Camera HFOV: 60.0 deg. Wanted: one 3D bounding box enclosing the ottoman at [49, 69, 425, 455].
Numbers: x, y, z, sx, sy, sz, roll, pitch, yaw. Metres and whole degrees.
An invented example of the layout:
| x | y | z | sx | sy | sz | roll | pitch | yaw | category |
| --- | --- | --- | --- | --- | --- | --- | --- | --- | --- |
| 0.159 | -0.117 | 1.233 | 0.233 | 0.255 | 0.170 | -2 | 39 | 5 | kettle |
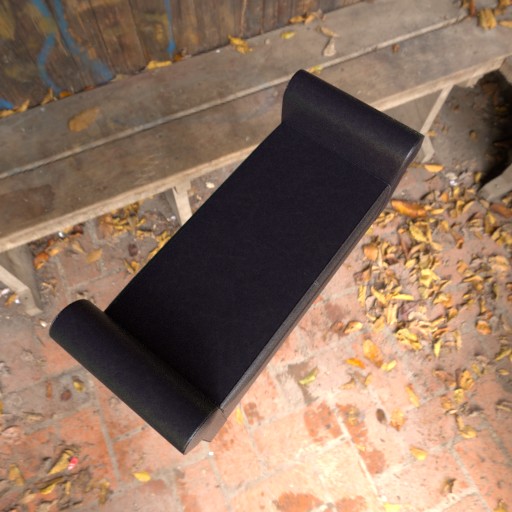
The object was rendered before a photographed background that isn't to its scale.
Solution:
| x | y | z | sx | sy | sz | roll | pitch | yaw | category |
| --- | --- | --- | --- | --- | --- | --- | --- | --- | --- |
| 0.000 | 0.000 | 1.583 | 0.521 | 0.547 | 1.256 | 35 | 70 | 15 | ottoman |
